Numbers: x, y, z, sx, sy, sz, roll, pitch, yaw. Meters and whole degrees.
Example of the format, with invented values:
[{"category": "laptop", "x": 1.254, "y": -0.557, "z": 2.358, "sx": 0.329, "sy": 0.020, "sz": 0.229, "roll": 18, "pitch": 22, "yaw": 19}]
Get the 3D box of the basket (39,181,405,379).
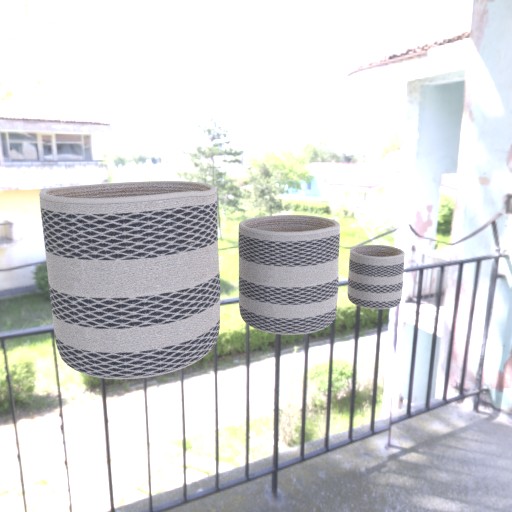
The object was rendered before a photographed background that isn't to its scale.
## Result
[{"category": "basket", "x": 0.000, "y": 0.000, "z": 1.075, "sx": 0.917, "sy": 0.356, "sz": 0.351, "roll": -7, "pitch": 15, "yaw": -26}]
